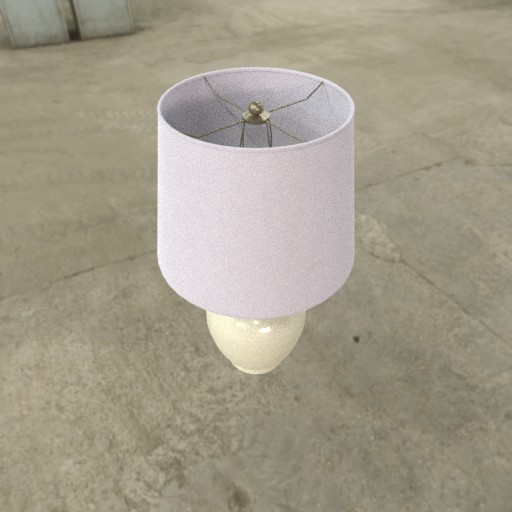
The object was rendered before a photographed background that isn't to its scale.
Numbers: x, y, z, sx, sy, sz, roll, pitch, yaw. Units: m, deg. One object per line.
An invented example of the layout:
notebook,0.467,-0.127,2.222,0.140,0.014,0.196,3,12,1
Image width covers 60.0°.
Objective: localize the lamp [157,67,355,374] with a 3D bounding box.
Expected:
lamp,0.000,0.000,0.559,0.239,0.399,0.239,0,42,0
